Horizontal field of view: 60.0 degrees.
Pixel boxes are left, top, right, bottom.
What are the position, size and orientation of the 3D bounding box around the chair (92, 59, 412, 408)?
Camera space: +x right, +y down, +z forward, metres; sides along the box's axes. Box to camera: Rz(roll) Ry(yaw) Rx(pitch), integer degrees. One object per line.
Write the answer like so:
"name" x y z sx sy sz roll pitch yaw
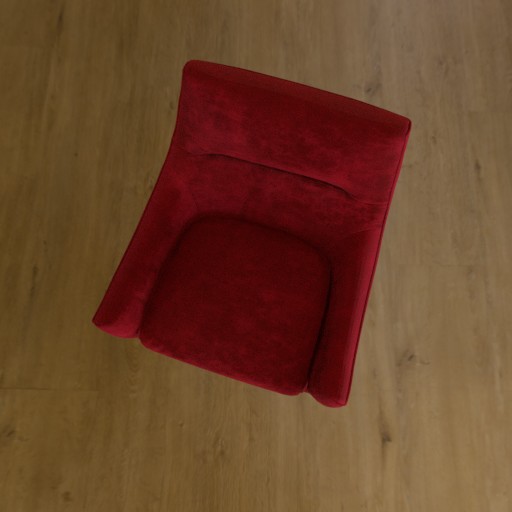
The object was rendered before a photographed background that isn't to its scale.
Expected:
"chair" 0.000 0.000 1.460 0.762 0.838 0.787 17 75 5
